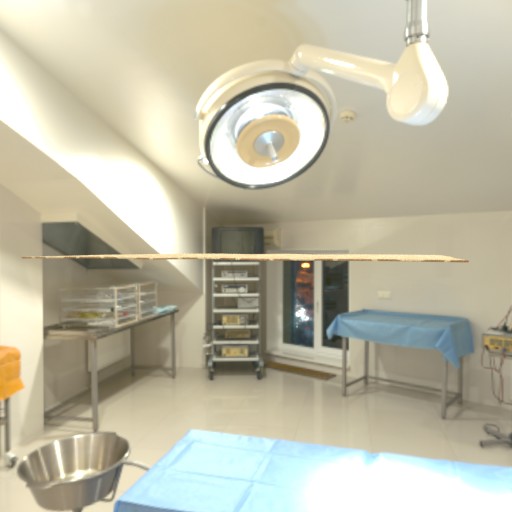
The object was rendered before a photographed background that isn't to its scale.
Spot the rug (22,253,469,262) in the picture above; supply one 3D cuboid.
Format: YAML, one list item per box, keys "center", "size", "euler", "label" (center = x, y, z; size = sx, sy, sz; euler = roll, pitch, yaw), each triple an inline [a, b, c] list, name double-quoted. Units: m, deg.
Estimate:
- center: [0.000, 0.000, 2.165]
  size: [1.761, 0.013, 1.152]
  euler: [0, 1, 19]
  label: "rug"
